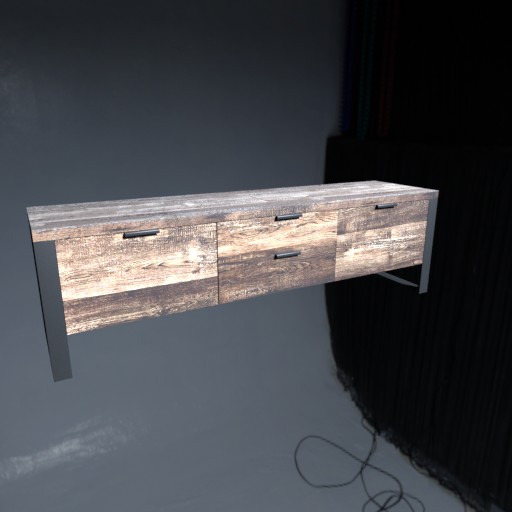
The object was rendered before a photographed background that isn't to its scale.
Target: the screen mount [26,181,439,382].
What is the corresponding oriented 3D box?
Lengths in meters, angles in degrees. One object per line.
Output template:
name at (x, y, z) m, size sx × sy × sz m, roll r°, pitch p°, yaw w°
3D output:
screen mount at (0.000, 0.000, 1.719) m, size 1.524 × 0.450 × 0.395 m, roll -9°, pitch 19°, yaw -27°
